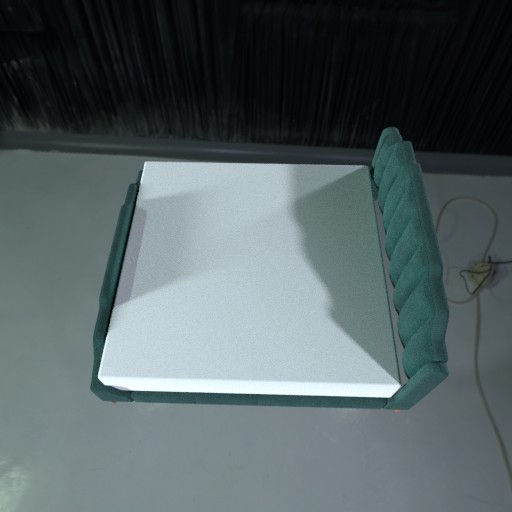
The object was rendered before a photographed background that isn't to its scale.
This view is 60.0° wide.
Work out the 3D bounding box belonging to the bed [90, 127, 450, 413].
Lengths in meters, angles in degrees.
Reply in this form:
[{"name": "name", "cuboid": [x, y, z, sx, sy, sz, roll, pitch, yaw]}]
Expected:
[{"name": "bed", "cuboid": [0.000, 0.000, 3.478, 2.340, 1.245, 2.074, 1, 58, 1]}]
